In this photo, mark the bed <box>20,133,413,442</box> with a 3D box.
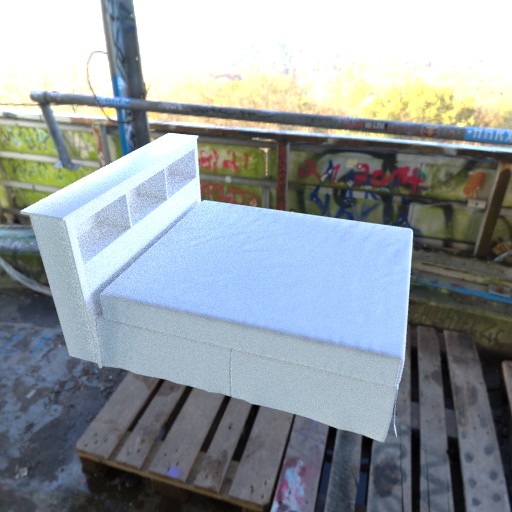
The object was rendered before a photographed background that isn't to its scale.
[{"bbox_3d":[0.000,0.000,3.064,2.133,1.092,1.671,10,32,16],"label":"bed"}]
